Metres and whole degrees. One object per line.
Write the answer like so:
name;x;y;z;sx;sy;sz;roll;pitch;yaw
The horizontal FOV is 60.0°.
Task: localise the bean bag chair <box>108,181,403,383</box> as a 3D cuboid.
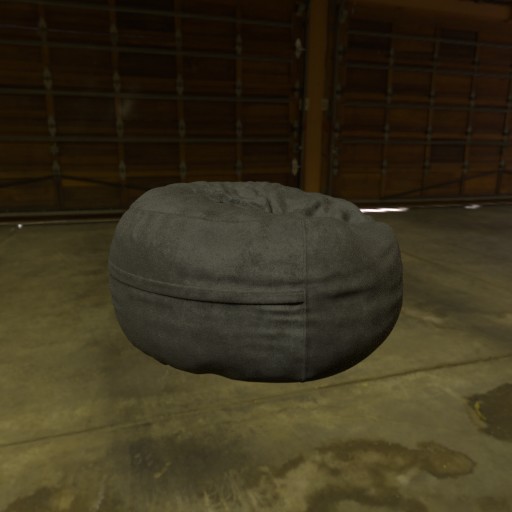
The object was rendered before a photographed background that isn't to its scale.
bean bag chair;0.000;0.000;2.382;1.525;0.751;1.525;0;14;0
